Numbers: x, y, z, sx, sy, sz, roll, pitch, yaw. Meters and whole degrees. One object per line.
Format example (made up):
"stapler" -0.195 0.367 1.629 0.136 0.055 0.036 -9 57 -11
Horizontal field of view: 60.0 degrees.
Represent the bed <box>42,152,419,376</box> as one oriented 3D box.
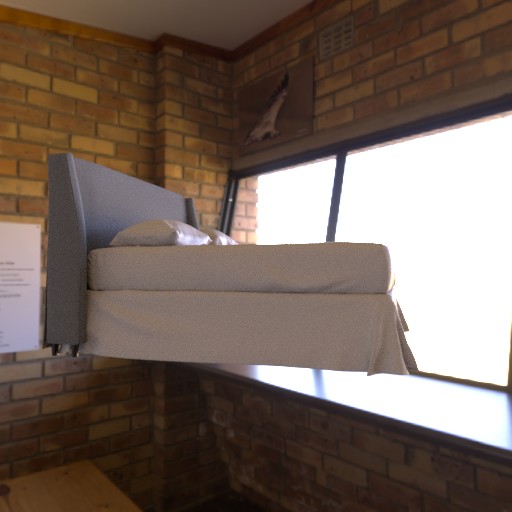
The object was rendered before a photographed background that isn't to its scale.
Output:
"bed" 0.000 0.000 3.419 2.276 1.332 1.925 -1 -2 18
